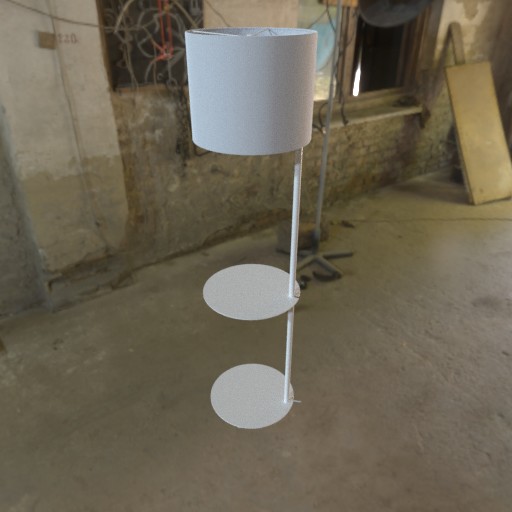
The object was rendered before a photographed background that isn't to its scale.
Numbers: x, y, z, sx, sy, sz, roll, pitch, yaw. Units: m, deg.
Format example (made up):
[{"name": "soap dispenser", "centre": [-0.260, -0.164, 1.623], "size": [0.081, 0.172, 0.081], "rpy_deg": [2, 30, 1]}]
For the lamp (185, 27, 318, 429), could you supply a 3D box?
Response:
[{"name": "lamp", "centre": [0.000, 0.000, 1.616], "size": [0.405, 1.465, 0.372], "rpy_deg": [8, 31, 14]}]
